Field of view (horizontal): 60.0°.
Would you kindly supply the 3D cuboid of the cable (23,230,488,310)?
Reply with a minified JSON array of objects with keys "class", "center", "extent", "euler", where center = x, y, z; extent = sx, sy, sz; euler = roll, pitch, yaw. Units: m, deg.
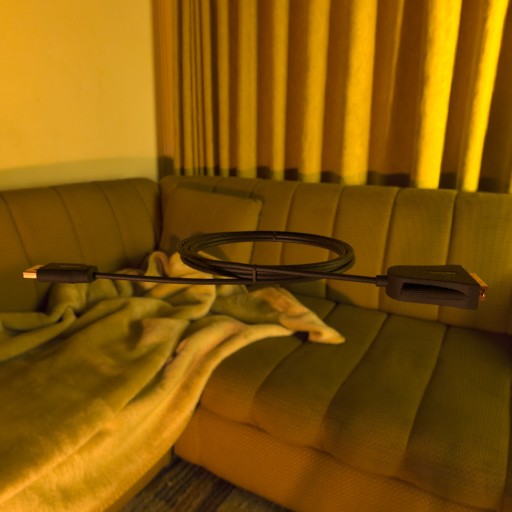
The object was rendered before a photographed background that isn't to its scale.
[{"class":"cable","center":[0.000,0.000,0.327],"extent":[0.281,0.015,0.136],"euler":[2,16,9]}]
